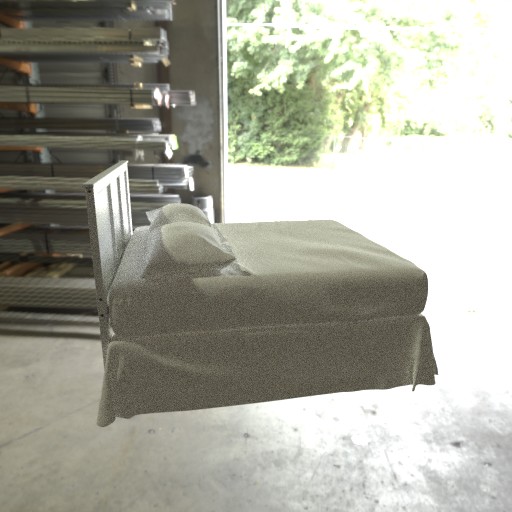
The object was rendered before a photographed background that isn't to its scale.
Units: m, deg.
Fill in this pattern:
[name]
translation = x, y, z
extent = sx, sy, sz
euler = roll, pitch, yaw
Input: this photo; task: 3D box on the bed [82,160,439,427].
[bed]
translation = 0.000, 0.000, 3.210
extent = 2.047, 1.269, 1.876
euler = -3, 16, -10
